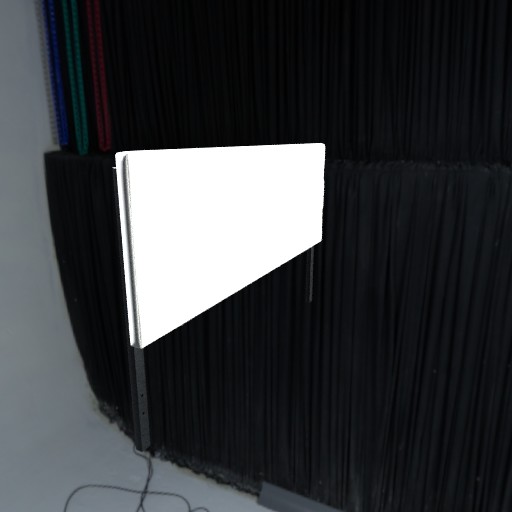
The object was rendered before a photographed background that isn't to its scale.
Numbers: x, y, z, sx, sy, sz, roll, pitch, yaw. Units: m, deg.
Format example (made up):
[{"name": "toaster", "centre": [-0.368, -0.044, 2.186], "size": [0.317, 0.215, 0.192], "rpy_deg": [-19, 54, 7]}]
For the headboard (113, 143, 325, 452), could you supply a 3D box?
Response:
[{"name": "headboard", "centre": [0.000, 0.000, 2.930], "size": [0.120, 1.410, 2.362], "rpy_deg": [8, 17, 26]}]
